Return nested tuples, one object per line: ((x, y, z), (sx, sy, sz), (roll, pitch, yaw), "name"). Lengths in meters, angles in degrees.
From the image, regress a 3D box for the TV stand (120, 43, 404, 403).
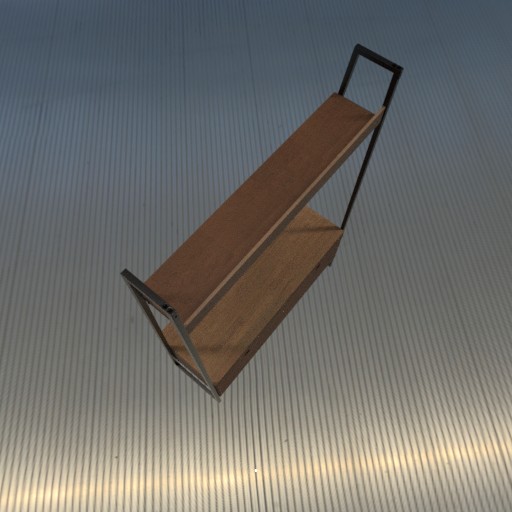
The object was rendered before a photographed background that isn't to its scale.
((0.000, 0.000, 2.296), (0.432, 1.772, 1.250), (36, 69, 16), "TV stand")
